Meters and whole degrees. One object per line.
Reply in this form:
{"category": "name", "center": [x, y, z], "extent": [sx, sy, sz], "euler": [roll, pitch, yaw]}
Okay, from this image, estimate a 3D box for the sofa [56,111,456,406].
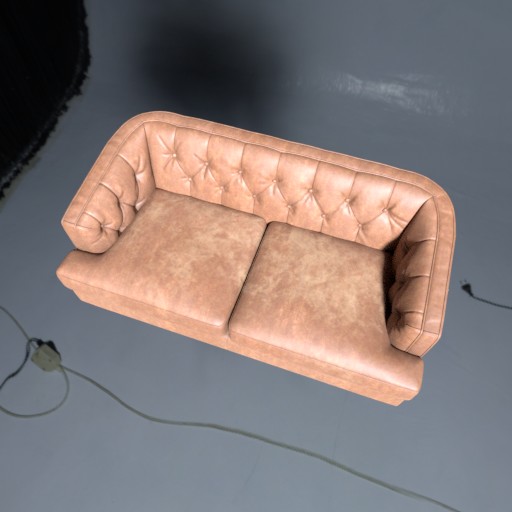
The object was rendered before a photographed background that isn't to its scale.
{"category": "sofa", "center": [0.000, 0.000, 2.258], "extent": [1.755, 0.786, 0.914], "euler": [16, 60, 10]}
